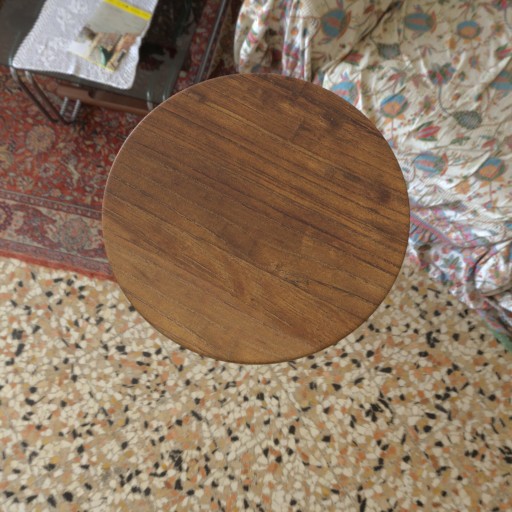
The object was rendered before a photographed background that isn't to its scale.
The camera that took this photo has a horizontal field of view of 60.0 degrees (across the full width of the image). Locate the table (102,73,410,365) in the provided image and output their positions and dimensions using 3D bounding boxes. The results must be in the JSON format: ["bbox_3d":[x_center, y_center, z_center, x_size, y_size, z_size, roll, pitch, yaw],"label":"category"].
[{"bbox_3d":[0.000,0.000,0.823,0.400,0.520,0.400,0,75,0],"label":"table"}]
